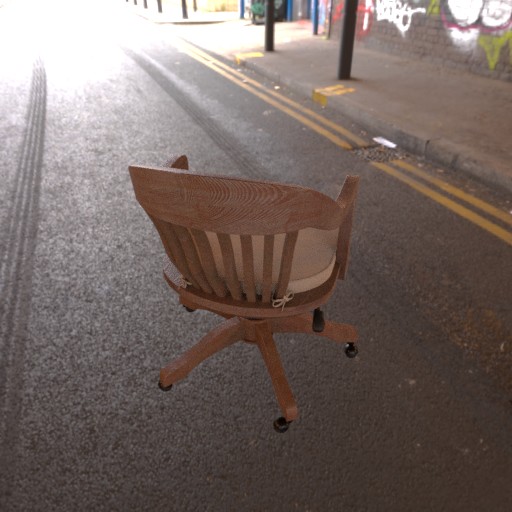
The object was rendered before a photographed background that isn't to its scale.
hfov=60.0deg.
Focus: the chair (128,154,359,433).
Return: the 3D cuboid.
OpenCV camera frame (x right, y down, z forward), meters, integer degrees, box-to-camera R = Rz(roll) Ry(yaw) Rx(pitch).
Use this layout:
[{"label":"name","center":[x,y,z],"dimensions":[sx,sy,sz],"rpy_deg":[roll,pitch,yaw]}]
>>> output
[{"label":"chair","center":[0.000,0.000,1.479],"dimensions":[0.750,0.878,0.788],"rpy_deg":[10,34,16]}]
